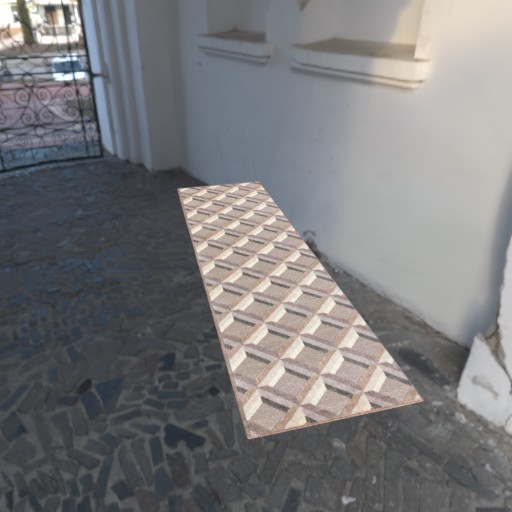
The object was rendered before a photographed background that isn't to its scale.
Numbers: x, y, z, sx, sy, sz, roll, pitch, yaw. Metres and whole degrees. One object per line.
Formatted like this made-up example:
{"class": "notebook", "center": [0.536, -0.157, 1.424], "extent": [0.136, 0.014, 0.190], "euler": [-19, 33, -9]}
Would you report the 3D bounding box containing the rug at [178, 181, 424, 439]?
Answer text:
{"class": "rug", "center": [0.000, 0.000, 2.616], "extent": [0.685, 0.013, 2.437], "euler": [-7, 30, -12]}
